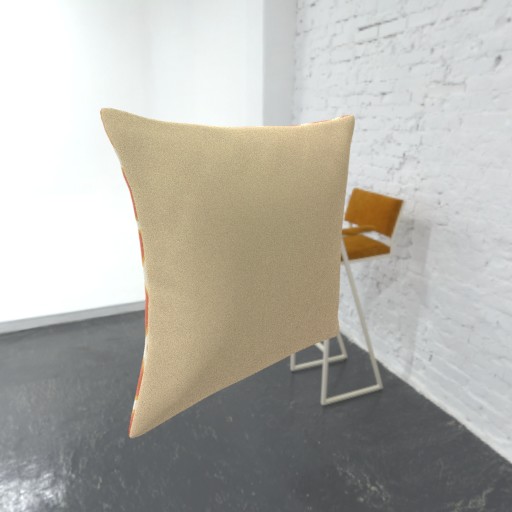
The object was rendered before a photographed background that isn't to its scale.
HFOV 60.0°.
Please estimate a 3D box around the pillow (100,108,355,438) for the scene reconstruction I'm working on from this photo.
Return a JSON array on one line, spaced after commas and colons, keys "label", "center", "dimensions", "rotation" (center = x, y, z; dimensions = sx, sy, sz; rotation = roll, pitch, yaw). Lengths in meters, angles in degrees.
[{"label": "pillow", "center": [0.000, 0.000, 0.820], "dimensions": [0.552, 0.508, 0.166], "rotation": [-15, 22, -41]}]
